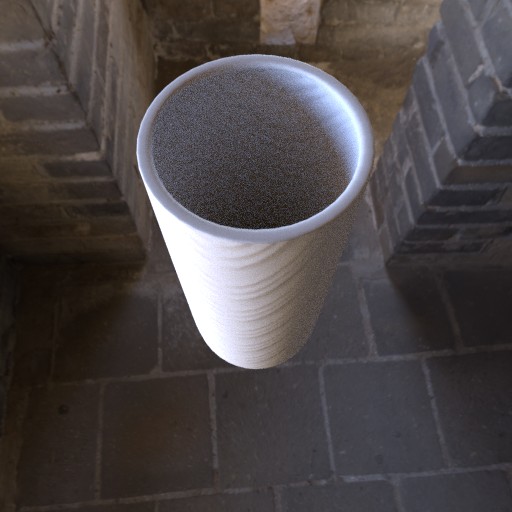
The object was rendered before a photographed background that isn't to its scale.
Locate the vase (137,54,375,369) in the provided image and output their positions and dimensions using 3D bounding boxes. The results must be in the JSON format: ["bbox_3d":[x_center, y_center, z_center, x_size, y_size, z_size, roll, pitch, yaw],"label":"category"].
[{"bbox_3d":[0.000,0.000,0.398,0.143,0.316,0.143,0,64,0],"label":"vase"}]
